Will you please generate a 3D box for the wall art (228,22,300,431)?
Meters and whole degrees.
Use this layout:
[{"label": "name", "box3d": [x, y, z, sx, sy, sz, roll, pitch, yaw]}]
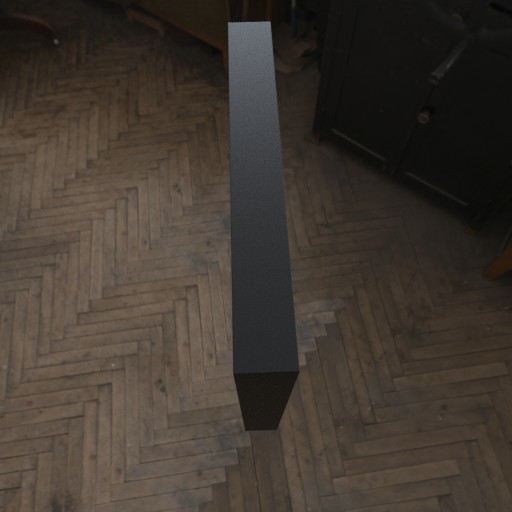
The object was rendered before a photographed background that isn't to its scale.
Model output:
[{"label": "wall art", "box3d": [0.000, 0.000, 0.453, 0.038, 0.304, 0.304, -2, 63, -1]}]
